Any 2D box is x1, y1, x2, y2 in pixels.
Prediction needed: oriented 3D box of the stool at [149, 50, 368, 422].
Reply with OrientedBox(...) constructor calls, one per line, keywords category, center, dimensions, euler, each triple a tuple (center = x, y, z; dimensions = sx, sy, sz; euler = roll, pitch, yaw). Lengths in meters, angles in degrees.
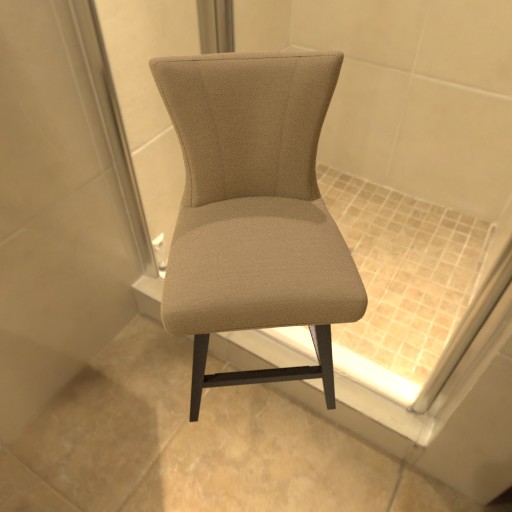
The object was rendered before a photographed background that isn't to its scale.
OrientedBox(category="stool", center=(0.000, 0.000, 1.325), dimensions=(0.514, 1.000, 0.574), euler=(-4, 46, -4))
